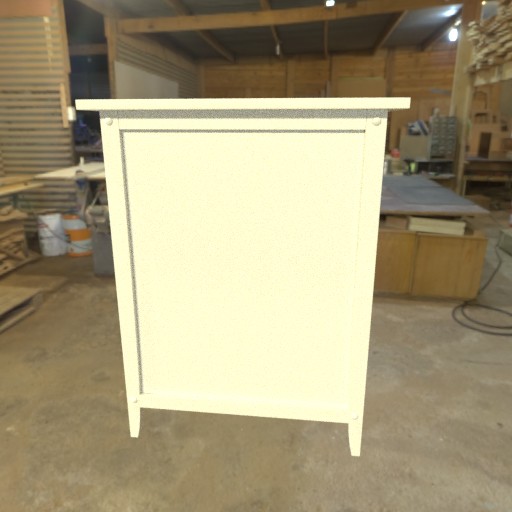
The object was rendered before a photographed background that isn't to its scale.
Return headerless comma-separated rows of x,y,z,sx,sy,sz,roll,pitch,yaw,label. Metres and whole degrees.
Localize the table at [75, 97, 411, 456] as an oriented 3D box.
0.000,0.000,0.747,0.381,0.483,0.381,2,17,7,table
